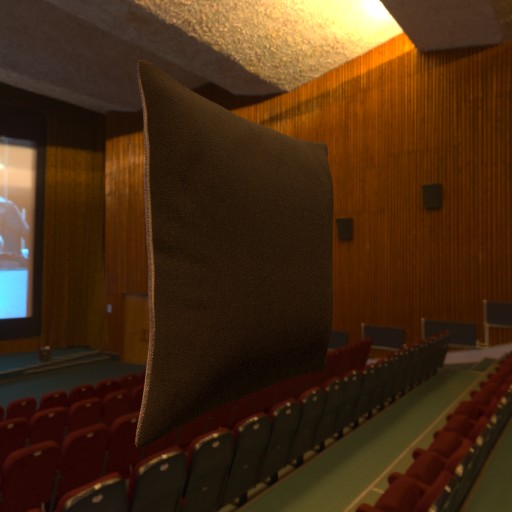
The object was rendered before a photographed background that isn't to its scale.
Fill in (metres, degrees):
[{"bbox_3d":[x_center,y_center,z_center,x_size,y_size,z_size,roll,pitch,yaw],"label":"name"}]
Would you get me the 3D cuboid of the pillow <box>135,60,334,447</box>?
[{"bbox_3d":[0.000,0.000,0.784,0.166,0.506,0.523,0,-1,36],"label":"pillow"}]
